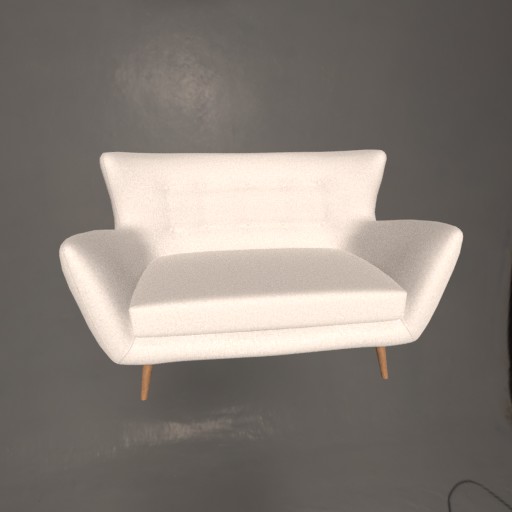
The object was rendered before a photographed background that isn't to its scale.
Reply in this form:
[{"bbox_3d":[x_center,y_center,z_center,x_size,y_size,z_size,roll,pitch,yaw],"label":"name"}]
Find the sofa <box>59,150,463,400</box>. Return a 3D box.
[{"bbox_3d":[0.000,0.000,1.956,1.424,0.878,0.921,-3,17,-8],"label":"sofa"}]
